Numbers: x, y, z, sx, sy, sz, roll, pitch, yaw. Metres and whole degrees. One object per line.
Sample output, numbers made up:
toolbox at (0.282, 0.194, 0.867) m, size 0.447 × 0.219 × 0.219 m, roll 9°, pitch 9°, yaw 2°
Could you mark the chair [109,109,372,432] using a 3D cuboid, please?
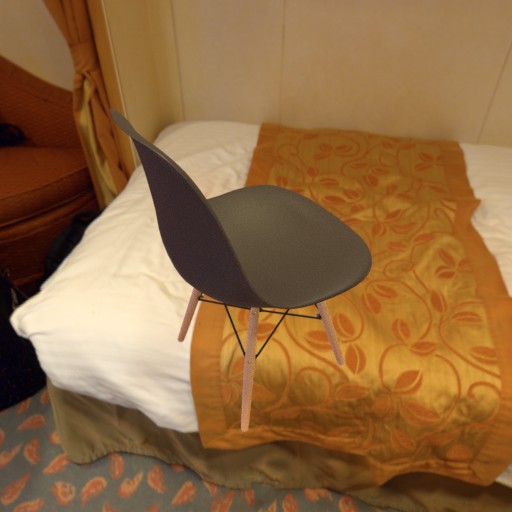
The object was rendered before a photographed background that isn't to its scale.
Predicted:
chair at (0.000, 0.000, 1.109) m, size 0.533 × 0.825 × 0.470 m, roll -25°, pitch 47°, yaw -25°
